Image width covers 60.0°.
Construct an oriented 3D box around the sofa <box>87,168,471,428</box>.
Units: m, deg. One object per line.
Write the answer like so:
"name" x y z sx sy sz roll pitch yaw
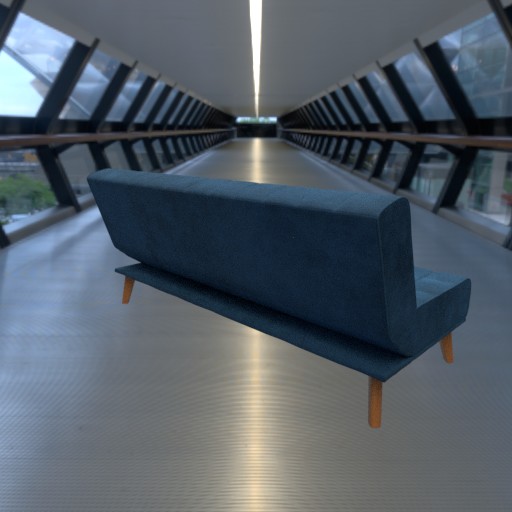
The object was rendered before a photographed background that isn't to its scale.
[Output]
"sofa" 0.000 0.000 2.233 1.804 0.813 0.855 14 20 43
